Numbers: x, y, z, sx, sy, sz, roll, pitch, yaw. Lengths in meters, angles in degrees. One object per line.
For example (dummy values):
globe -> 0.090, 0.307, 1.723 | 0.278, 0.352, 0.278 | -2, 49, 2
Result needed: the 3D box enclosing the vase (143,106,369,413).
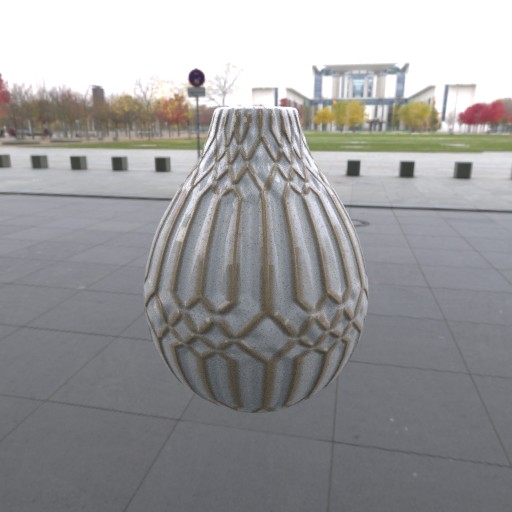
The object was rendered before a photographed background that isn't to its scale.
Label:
vase -> 0.000, 0.000, 0.316 | 0.159, 0.200, 0.159 | 0, 16, 0
